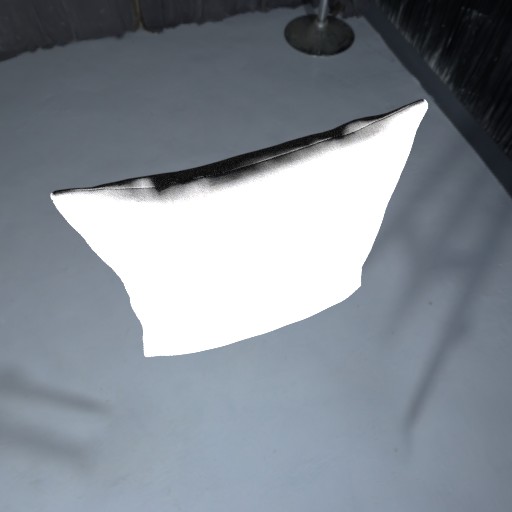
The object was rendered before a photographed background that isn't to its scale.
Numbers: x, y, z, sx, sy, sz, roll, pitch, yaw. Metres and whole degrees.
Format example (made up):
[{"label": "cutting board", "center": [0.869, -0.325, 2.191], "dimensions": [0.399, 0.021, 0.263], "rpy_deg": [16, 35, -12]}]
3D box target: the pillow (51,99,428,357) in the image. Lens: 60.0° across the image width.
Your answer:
[{"label": "pillow", "center": [0.000, 0.000, 0.662], "dimensions": [0.433, 0.436, 0.173], "rpy_deg": [-17, 60, -10]}]
